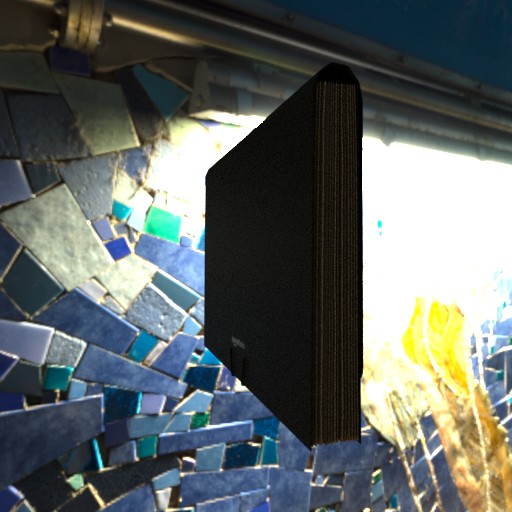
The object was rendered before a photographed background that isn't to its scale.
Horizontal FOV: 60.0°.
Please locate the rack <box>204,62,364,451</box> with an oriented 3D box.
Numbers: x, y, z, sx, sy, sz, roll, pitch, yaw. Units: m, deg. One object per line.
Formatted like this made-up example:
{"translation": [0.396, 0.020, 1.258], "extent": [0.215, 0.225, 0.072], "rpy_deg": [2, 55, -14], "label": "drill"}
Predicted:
{"translation": [0.000, 0.000, 0.433], "extent": [0.041, 0.241, 0.330], "rpy_deg": [0, 0, -18], "label": "rack"}
